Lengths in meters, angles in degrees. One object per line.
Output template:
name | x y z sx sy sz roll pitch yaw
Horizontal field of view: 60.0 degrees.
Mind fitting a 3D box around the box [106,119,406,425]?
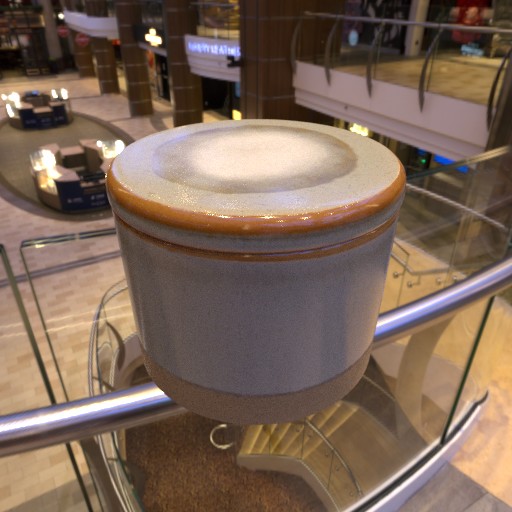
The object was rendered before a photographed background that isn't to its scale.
box | 0.000 0.000 0.211 0.123 0.100 0.123 0 31 0
